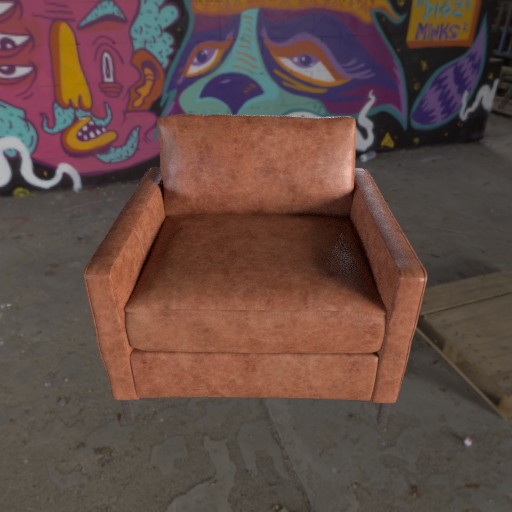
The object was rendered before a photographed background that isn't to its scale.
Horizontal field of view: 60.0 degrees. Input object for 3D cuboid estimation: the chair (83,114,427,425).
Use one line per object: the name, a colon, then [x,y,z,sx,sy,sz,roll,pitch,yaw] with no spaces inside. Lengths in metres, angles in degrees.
chair: [0.000,0.000,1.633,0.967,0.869,0.862,0,31,1]
